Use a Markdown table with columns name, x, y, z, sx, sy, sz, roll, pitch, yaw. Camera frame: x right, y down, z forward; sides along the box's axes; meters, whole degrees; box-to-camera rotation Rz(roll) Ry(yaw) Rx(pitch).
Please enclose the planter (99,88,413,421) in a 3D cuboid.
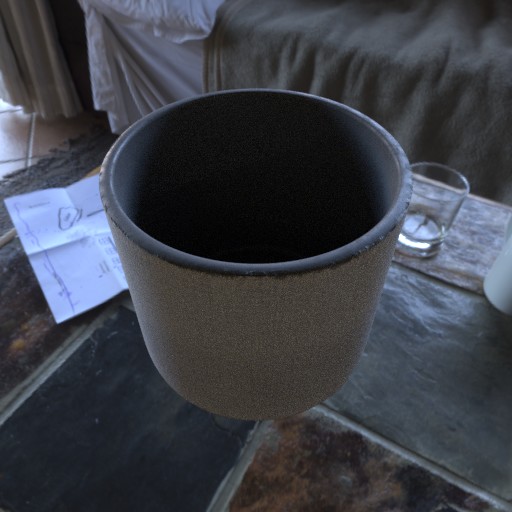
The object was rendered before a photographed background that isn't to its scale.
| name | x | y | z | sx | sy | sz | roll | pitch | yaw |
| --- | --- | --- | --- | --- | --- | --- | --- | --- | --- |
| planter | 0.000 | 0.000 | 0.385 | 0.221 | 0.201 | 0.221 | 0 | 47 | 0 |
